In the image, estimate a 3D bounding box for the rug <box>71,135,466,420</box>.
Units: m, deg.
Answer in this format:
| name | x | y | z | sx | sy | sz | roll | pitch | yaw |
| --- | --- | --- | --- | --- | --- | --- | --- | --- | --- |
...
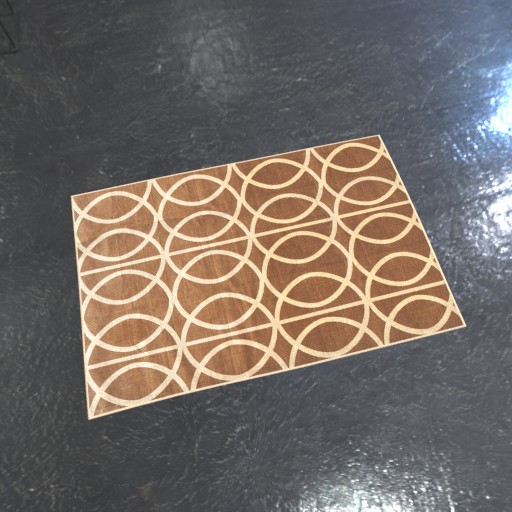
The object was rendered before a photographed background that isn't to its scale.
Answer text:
| name | x | y | z | sx | sy | sz | roll | pitch | yaw |
| --- | --- | --- | --- | --- | --- | --- | --- | --- | --- |
| rug | 0.000 | 0.000 | 2.898 | 2.294 | 0.014 | 1.528 | -12 | 65 | -6 |
